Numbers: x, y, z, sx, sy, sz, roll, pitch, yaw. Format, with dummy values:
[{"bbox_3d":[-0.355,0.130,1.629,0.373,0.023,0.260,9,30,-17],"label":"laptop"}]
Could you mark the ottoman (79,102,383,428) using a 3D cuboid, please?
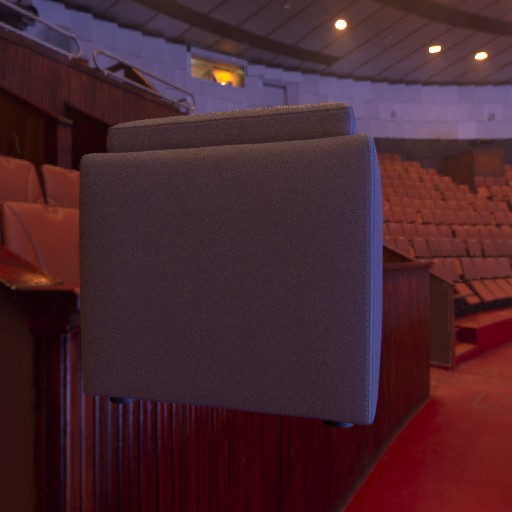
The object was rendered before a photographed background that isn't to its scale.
[{"bbox_3d":[0.000,0.000,0.824,0.451,0.460,0.450,0,1,16],"label":"ottoman"}]
